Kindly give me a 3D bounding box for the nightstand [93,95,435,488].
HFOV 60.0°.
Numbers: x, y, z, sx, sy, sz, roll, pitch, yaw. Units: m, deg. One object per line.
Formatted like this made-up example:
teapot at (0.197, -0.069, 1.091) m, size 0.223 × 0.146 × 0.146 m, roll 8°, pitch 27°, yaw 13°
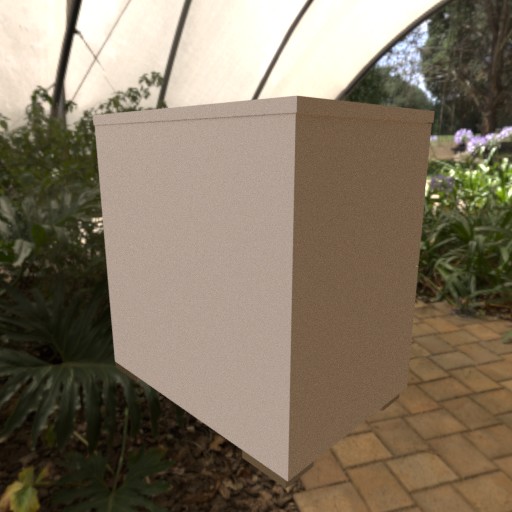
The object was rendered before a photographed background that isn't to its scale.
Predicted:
nightstand at (0.000, 0.000, 0.751) m, size 0.325 × 0.460 × 0.441 m, roll -14°, pitch 20°, yaw -43°
